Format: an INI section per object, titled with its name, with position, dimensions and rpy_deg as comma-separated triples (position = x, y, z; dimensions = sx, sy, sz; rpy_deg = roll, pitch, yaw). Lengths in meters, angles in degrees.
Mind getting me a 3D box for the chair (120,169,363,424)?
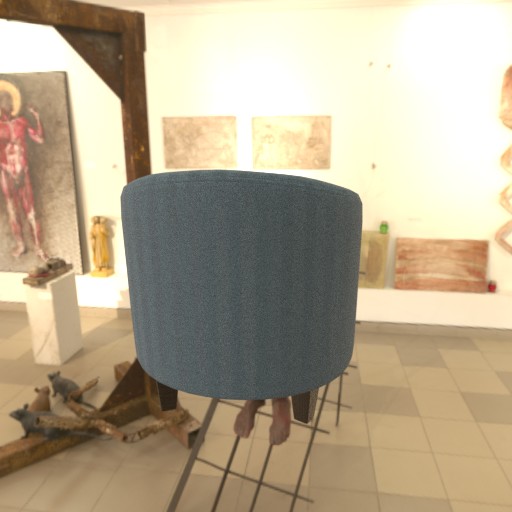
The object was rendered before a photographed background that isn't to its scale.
[chair]
position = 0.000, 0.000, 1.745
dimensions = 0.756, 0.757, 1.288
rpy_deg = 2, 15, 8
